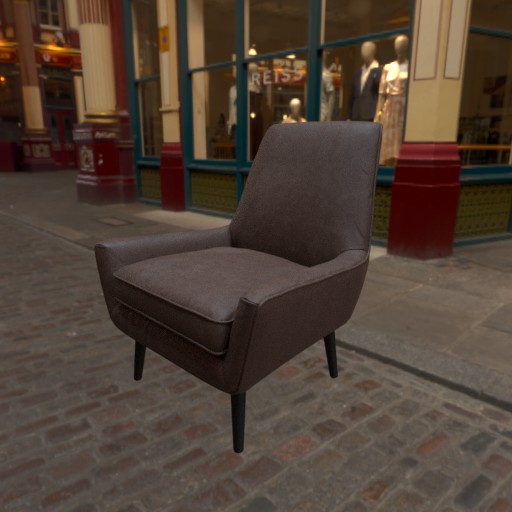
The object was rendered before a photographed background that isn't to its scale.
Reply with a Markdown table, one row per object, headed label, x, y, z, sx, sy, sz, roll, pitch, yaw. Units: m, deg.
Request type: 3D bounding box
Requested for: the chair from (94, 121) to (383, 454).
| label | x | y | z | sx | sy | sz | roll | pitch | yaw |
| --- | --- | --- | --- | --- | --- | --- | --- | --- | --- |
| chair | 0.000 | 0.000 | 1.507 | 0.787 | 0.888 | 0.824 | 15 | 21 | 43 |
